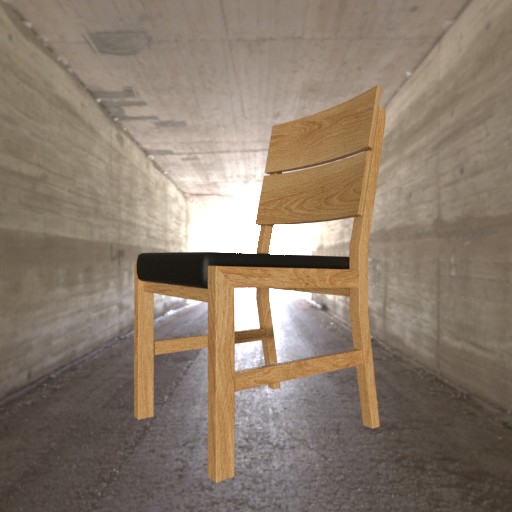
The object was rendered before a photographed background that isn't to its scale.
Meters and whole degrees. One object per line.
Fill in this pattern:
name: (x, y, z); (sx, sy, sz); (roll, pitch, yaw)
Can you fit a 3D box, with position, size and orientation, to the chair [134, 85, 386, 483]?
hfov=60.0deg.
chair: (0.000, 0.000, 1.280); (0.569, 0.950, 0.475); (0, 0, -36)
